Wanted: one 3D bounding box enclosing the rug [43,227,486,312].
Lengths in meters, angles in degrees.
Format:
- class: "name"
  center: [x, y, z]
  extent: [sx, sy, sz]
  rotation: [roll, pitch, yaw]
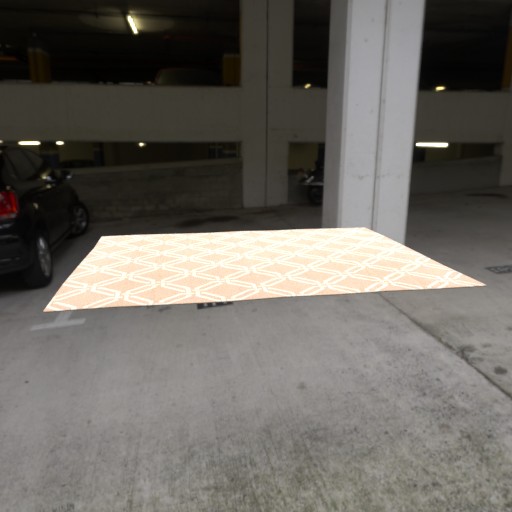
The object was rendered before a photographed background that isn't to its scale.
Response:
- class: "rug"
  center: [0.000, 0.000, 4.425]
  extent: [3.365, 0.020, 2.452]
  rotation: [-2, 15, -9]
